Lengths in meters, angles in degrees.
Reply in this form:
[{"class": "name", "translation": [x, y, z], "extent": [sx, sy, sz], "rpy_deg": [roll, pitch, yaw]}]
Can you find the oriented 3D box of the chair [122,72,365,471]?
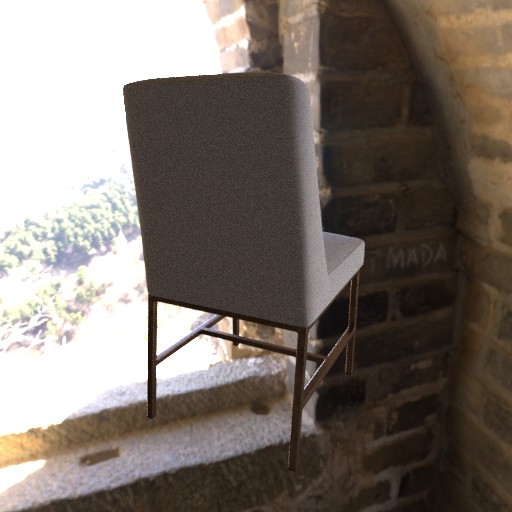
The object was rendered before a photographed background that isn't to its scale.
[{"class": "chair", "translation": [0.000, 0.000, 1.291], "extent": [0.503, 0.933, 0.597], "rpy_deg": [8, 18, 26]}]
